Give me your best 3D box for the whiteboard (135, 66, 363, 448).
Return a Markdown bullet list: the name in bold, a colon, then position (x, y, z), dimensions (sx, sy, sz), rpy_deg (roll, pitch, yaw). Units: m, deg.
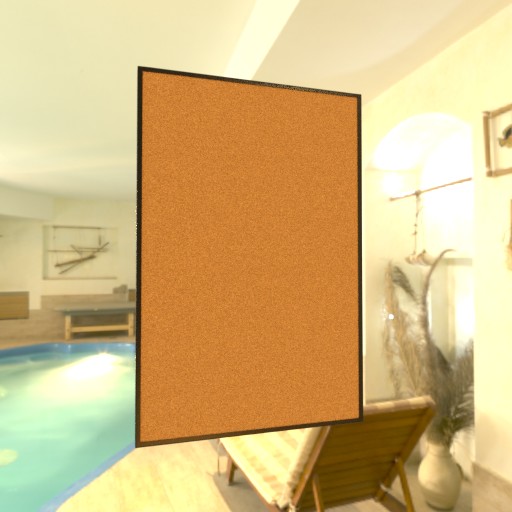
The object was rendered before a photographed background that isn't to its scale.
- **whiteboard**: position (0.000, 0.000, 0.777), dimensions (0.406, 0.611, 0.026), rpy_deg (0, -1, -17)
